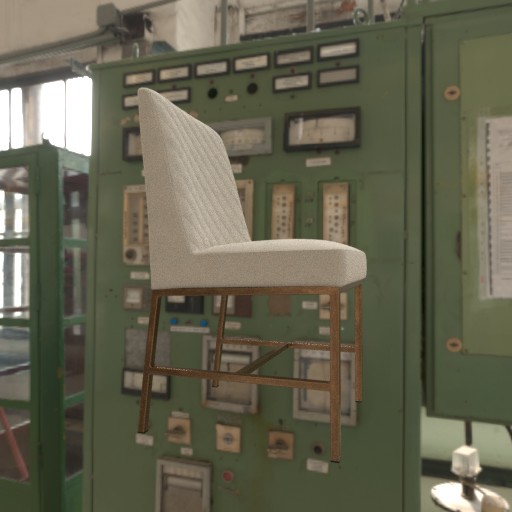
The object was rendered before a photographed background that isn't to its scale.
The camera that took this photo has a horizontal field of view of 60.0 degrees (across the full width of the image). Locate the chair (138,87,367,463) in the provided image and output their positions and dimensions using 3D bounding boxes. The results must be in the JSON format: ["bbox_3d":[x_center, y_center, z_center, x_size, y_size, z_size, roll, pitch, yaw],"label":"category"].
[{"bbox_3d":[0.000,0.000,1.312,0.597,0.933,0.503,0,-1,20],"label":"chair"}]
